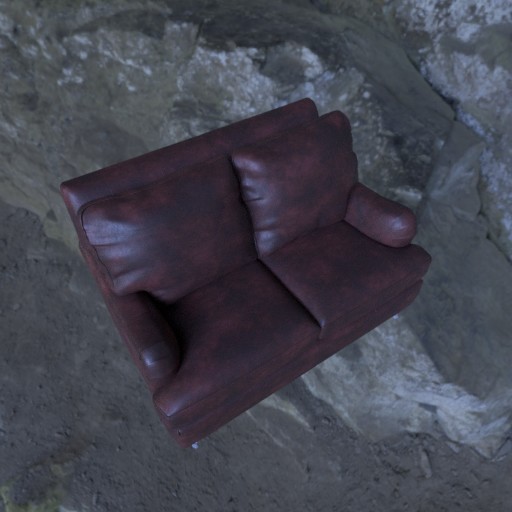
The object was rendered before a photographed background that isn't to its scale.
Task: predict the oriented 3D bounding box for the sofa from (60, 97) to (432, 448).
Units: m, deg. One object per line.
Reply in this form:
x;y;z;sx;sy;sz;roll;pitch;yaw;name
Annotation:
0.000;0.000;2.393;1.628;1.070;1.148;-26;52;-22;sofa
